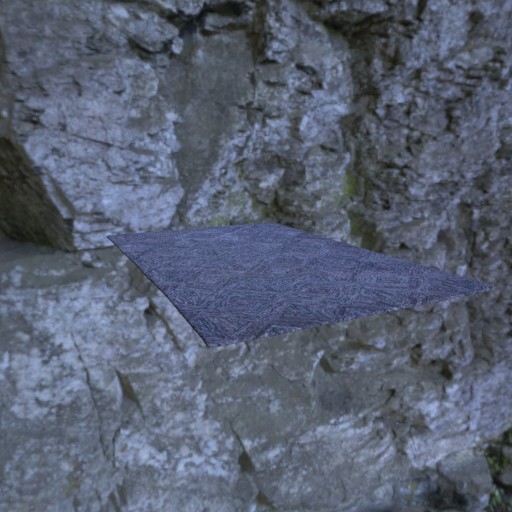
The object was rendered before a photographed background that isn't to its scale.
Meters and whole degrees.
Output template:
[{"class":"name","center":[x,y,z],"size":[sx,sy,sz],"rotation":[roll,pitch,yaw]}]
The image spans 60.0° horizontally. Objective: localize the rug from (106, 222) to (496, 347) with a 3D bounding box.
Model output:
[{"class":"rug","center":[0.000,0.000,2.163],"size":[1.158,0.013,1.752],"rotation":[-7,15,-26]}]
